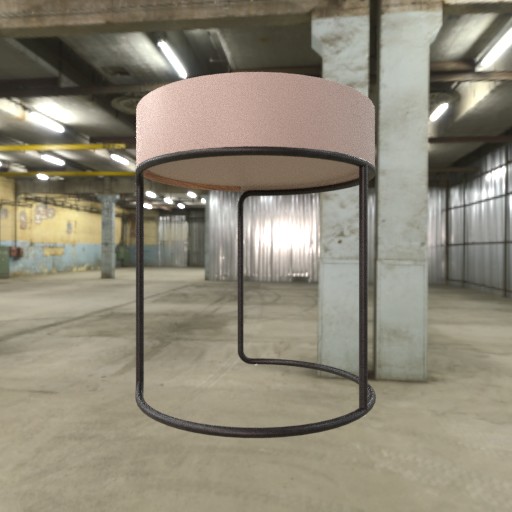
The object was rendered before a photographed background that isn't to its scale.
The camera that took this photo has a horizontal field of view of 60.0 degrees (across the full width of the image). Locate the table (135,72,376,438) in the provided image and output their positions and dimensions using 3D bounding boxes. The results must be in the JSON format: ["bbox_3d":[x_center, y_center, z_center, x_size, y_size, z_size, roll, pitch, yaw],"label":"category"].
[{"bbox_3d":[0.000,0.000,0.860,0.450,0.530,0.450,0,0,0],"label":"table"}]
